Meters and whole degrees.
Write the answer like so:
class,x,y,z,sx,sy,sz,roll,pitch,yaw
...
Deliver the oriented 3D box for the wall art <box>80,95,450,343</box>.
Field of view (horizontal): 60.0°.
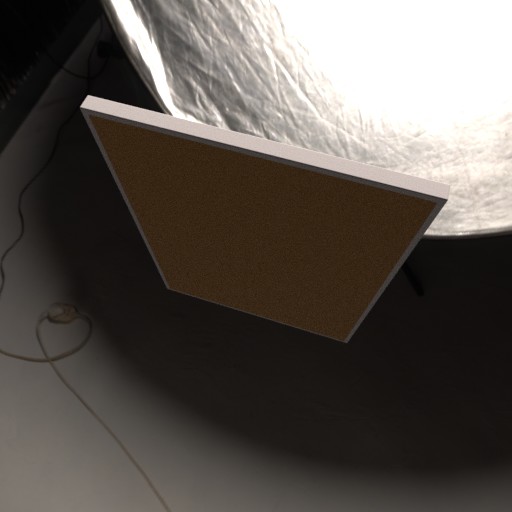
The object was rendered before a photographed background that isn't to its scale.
class,x,y,z,sx,sy,sz,roll,pitch,yaw
wall art,0.000,0.000,1.608,0.914,1.221,0.046,16,65,8
